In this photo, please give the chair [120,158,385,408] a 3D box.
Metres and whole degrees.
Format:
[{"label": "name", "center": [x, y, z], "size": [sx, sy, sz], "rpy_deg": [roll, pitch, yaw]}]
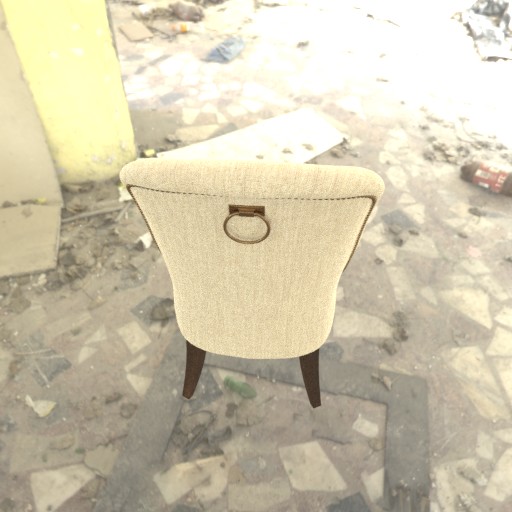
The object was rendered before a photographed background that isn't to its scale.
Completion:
[{"label": "chair", "center": [0.000, 0.000, 1.494], "size": [0.634, 1.091, 0.629], "rpy_deg": [3, 47, 3]}]
